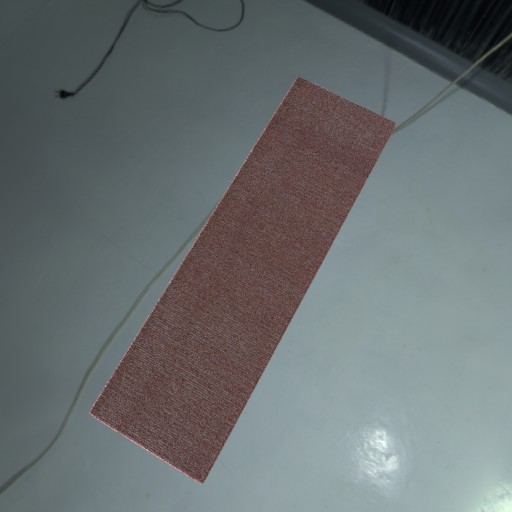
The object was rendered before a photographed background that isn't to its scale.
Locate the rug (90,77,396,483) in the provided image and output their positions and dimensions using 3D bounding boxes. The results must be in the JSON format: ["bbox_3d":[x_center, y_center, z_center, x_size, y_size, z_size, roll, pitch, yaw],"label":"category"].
[{"bbox_3d":[0.000,0.000,2.496,0.687,0.012,2.307,28,77,7],"label":"rug"}]
